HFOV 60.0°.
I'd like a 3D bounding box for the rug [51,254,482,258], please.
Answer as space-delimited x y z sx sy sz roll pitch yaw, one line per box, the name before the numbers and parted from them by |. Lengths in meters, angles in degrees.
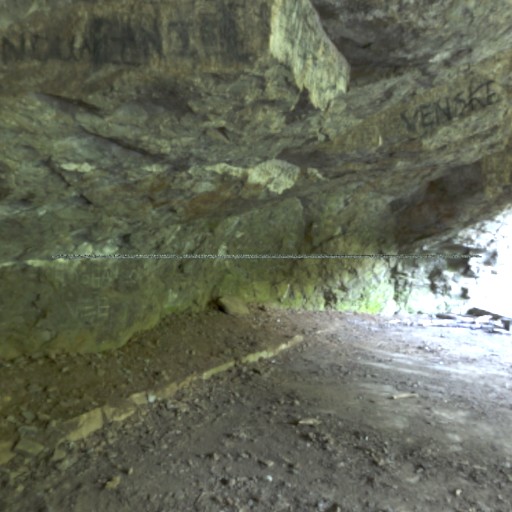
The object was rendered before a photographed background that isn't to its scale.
rug | 0.000 0.000 3.095 2.443 0.021 1.538 0 0 -18
